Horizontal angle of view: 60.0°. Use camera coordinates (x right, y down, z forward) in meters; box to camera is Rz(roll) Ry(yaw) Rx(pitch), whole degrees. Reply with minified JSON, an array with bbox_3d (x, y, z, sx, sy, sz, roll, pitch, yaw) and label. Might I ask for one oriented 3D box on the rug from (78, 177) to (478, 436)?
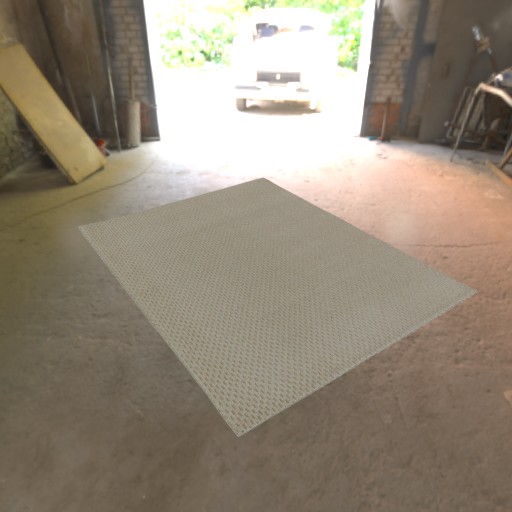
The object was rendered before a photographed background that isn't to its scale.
[{"bbox_3d":[0.000,0.000,3.954,2.277,0.035,2.897,-21,38,-29],"label":"rug"}]
